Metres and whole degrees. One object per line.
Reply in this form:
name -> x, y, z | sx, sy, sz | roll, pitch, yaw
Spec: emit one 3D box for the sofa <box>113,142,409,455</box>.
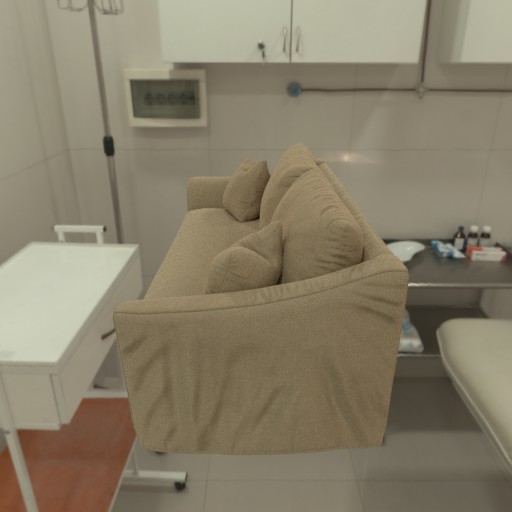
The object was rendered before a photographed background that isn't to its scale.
sofa -> 0.000, 0.000, 2.543 | 1.072, 1.018, 2.010 | 0, 23, 0
